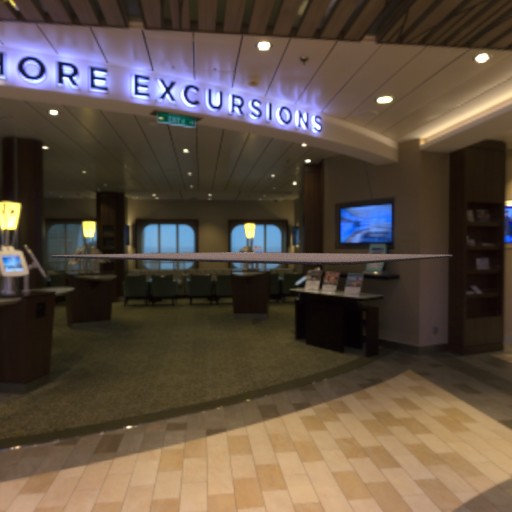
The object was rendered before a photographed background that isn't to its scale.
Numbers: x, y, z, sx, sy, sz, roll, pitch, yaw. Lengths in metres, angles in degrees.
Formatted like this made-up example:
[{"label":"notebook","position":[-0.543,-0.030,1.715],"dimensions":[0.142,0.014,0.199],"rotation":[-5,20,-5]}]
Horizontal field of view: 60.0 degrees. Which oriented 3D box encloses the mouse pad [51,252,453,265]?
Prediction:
[{"label":"mouse pad","position":[0.000,0.000,0.440],"dimensions":[0.315,0.002,0.269],"rotation":[1,2,37]}]
